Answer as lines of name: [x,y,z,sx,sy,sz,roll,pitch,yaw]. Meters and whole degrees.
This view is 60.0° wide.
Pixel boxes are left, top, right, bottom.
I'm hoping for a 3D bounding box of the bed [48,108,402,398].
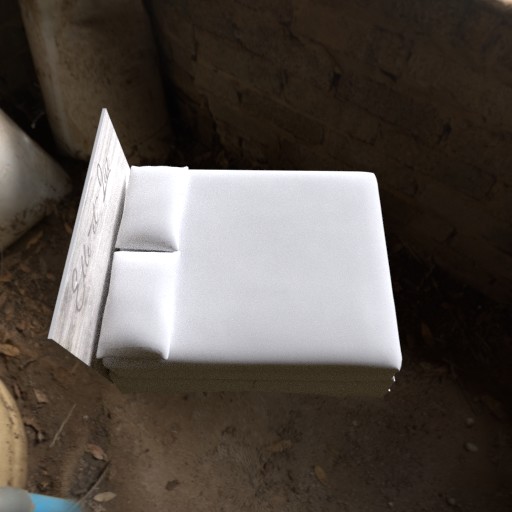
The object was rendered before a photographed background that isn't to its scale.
bed: [0.000,0.000,3.227,2.094,1.335,1.745,1,62,0]
